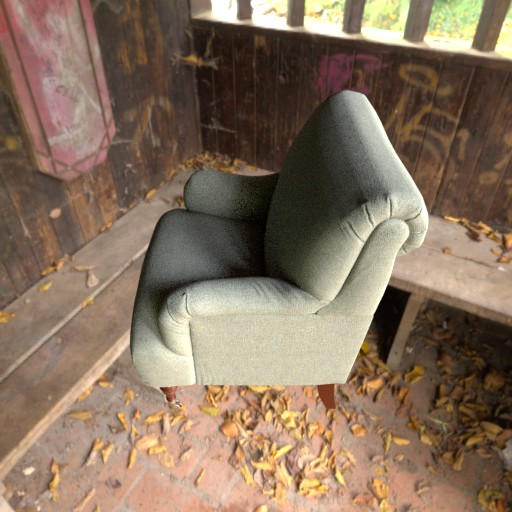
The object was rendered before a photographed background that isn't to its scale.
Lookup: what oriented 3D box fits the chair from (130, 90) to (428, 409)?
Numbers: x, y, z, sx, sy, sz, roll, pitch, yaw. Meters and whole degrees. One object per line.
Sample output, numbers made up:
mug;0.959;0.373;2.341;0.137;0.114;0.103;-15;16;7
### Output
chair;0.000;0.000;1.987;1.060;1.178;0.964;0;40;-1
